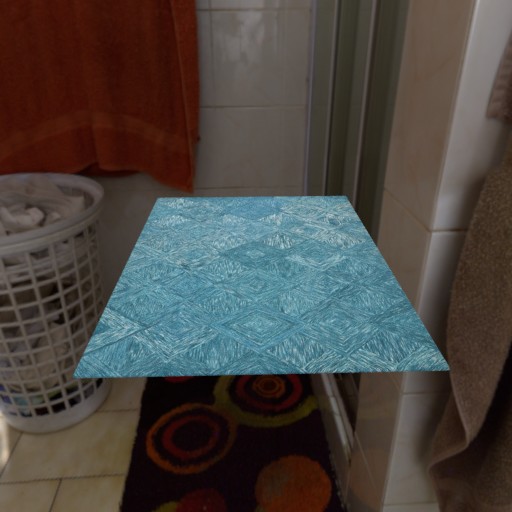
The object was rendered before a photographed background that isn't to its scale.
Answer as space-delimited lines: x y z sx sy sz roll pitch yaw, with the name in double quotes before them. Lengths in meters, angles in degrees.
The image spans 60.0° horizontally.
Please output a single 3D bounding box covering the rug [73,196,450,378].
"rug" 0.000 0.000 4.246 2.405 0.027 3.217 -1 28 -1
